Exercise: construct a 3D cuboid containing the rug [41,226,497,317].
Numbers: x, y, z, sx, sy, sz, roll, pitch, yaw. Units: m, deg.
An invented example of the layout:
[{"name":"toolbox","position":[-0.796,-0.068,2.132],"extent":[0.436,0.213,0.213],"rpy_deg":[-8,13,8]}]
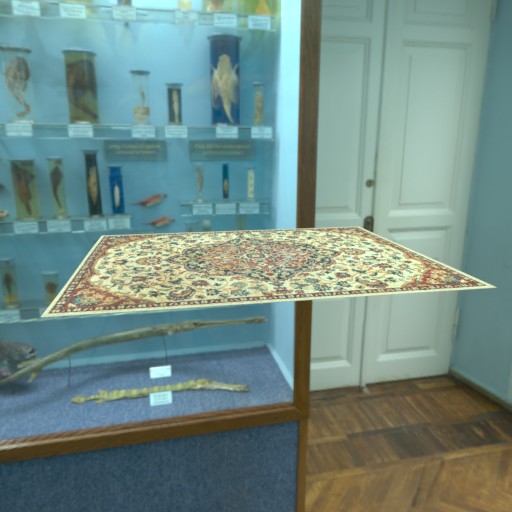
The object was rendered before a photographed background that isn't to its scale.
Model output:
[{"name":"rug","position":[0.000,0.000,4.075],"extent":[3.067,0.005,2.454],"rpy_deg":[-3,14,-10]}]
